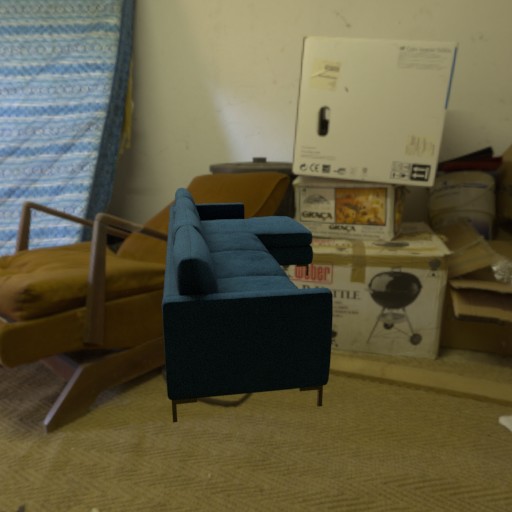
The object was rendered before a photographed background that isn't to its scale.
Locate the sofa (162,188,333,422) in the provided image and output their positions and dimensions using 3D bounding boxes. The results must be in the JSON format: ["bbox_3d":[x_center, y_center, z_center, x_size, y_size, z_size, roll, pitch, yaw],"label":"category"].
[{"bbox_3d":[0.000,0.000,3.460,1.350,0.810,2.932,-3,15,-10],"label":"sofa"}]
